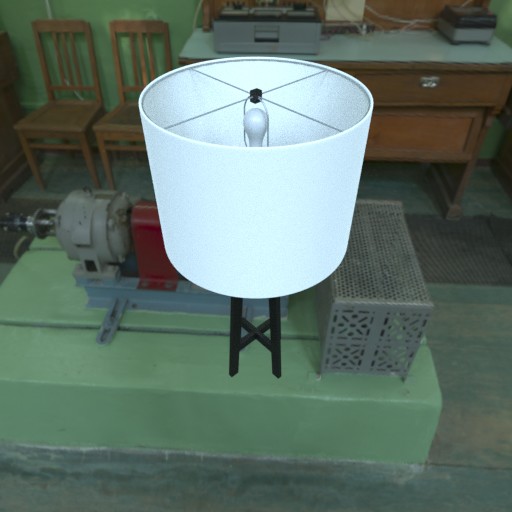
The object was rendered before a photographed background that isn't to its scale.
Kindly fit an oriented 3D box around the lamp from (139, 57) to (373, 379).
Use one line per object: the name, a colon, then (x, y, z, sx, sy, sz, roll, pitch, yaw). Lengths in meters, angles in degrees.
lamp: (0.000, 0.000, 0.654, 0.257, 0.489, 0.257, 1, 41, 2)
